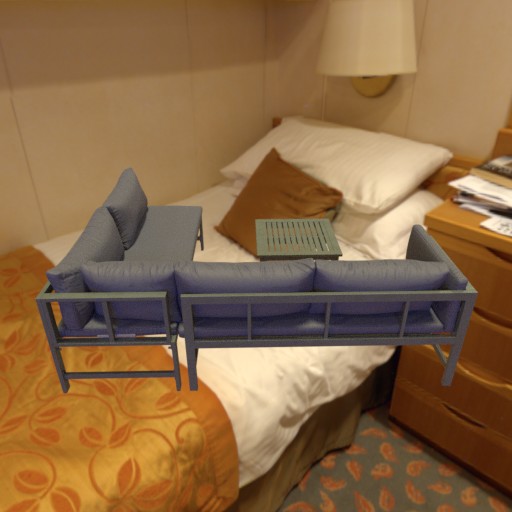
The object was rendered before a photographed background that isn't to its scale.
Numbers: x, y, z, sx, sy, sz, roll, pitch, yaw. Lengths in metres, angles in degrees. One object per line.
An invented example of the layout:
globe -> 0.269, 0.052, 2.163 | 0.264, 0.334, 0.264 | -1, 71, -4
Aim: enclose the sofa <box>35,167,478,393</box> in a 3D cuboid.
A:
sofa -> 0.000, 0.000, 2.981 | 2.149, 0.762, 1.658 | -1, 29, -1
